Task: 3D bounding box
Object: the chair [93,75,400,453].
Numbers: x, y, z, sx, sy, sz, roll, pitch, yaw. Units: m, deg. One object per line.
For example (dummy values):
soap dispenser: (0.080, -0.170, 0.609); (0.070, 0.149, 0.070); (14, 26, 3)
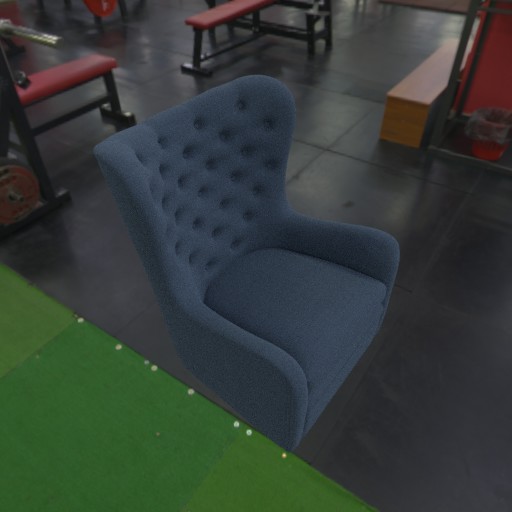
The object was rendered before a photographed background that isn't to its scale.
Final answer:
chair: (0.000, 0.000, 1.759); (0.930, 1.079, 0.831); (27, 49, 27)
